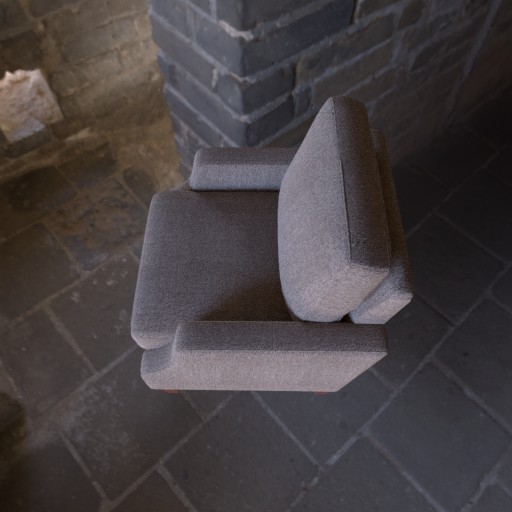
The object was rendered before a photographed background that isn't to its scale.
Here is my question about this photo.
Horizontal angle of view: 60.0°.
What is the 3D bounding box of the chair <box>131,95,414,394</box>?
[{"bbox_3d":[0.000,0.000,1.675,0.897,0.993,0.855,0,59,0],"label":"chair"}]
